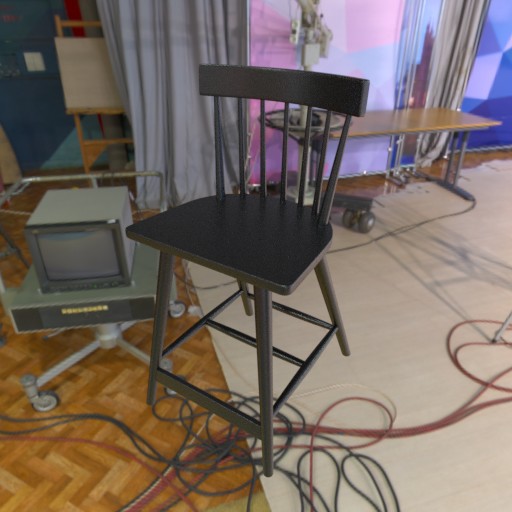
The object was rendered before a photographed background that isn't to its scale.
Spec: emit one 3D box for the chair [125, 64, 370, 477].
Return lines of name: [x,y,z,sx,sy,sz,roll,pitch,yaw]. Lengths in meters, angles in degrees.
chair: [0.000,0.000,1.249,0.483,0.952,0.572,18,35,28]
